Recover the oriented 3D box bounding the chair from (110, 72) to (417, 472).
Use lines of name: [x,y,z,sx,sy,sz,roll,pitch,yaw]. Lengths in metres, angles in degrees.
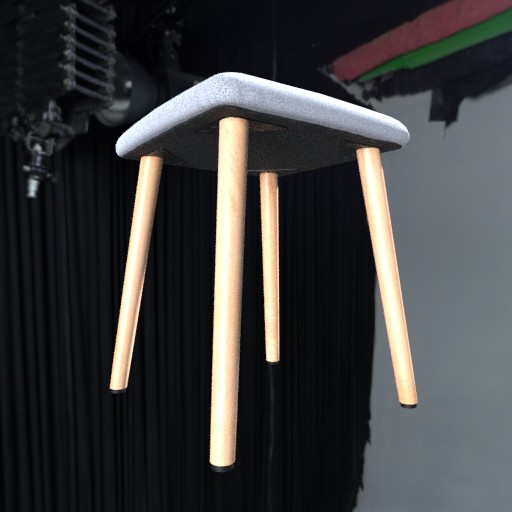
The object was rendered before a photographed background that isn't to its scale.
chair: [0.000,0.000,0.682,0.350,0.440,0.350,0,0,-36]
